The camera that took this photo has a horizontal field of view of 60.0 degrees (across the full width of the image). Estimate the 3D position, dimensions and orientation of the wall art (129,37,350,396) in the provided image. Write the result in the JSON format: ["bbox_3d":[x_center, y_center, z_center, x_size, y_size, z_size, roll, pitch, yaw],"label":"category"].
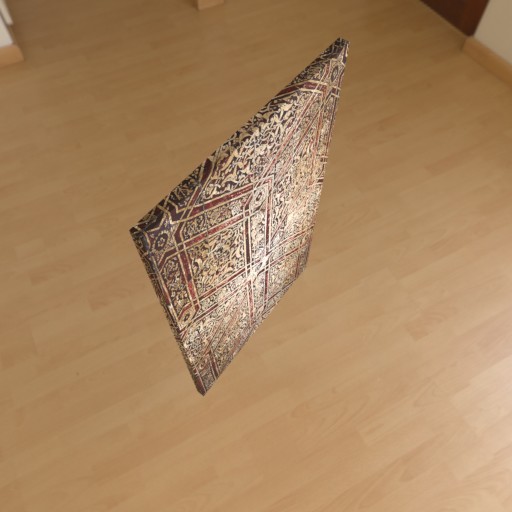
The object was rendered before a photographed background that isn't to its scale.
[{"bbox_3d":[0.000,0.000,0.770,0.020,0.599,0.397,32,64,18],"label":"wall art"}]
